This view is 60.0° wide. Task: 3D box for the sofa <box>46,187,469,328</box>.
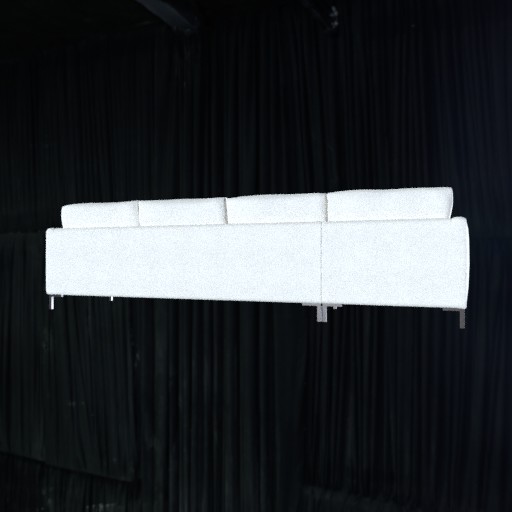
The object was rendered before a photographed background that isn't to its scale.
[{"bbox_3d":[0.000,0.000,3.789,3.186,0.875,1.467,0,0,19],"label":"sofa"}]
